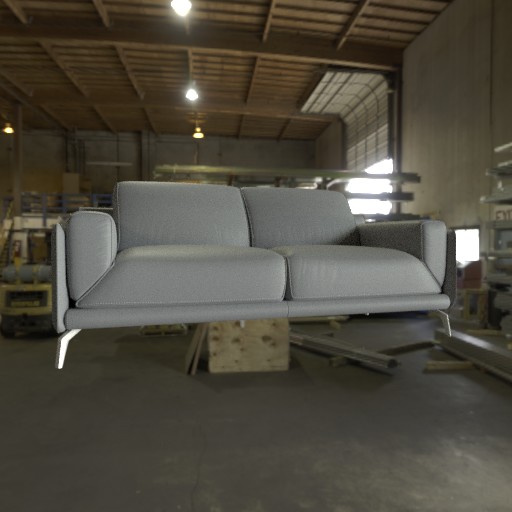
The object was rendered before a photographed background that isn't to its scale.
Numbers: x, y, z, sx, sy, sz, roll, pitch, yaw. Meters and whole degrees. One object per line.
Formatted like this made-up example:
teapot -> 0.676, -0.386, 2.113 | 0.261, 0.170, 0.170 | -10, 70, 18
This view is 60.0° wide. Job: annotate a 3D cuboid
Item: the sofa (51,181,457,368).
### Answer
sofa -> 0.000, 0.000, 2.584 | 2.100, 0.900, 0.969 | 0, 1, -19
